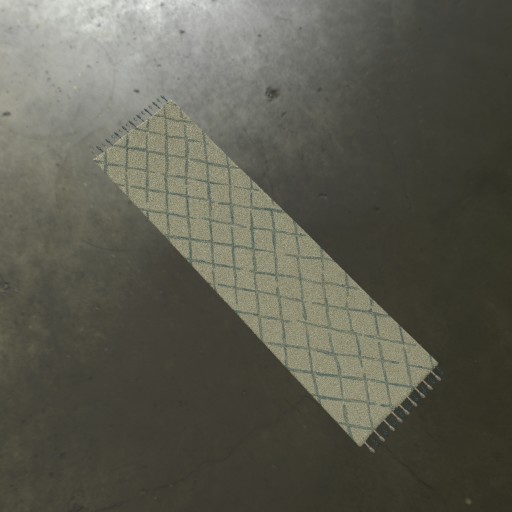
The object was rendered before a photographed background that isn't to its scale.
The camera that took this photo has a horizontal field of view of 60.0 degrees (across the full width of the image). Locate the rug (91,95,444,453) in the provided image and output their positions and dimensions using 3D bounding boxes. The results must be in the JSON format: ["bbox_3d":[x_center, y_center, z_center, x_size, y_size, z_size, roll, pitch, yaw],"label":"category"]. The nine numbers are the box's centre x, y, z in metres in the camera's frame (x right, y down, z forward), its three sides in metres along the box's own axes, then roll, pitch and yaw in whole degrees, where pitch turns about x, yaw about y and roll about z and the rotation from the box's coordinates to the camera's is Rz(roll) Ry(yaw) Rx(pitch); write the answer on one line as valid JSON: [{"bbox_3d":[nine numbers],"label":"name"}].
[{"bbox_3d":[0.000,0.000,2.558,0.620,0.008,2.372,-42,80,-10],"label":"rug"}]
